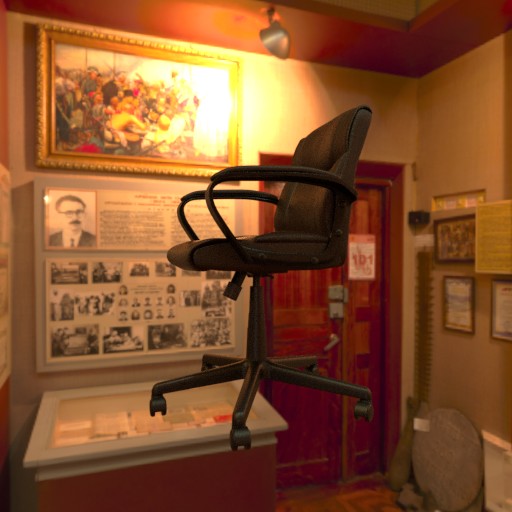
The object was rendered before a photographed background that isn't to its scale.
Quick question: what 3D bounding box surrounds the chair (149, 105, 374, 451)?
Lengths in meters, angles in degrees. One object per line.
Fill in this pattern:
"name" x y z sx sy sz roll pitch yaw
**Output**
"chair" 0.000 0.000 1.520 0.717 1.004 0.739 0 1 -18
